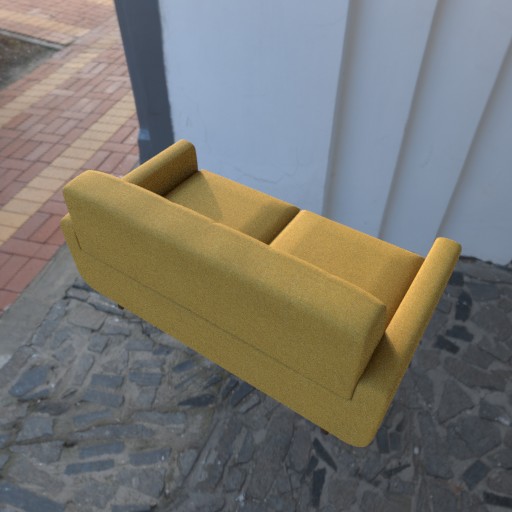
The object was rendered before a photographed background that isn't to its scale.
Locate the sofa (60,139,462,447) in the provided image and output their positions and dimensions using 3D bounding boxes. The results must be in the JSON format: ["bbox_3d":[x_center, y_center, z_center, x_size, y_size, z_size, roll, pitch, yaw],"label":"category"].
[{"bbox_3d":[0.000,0.000,2.121,1.631,0.841,0.909,25,50,23],"label":"sofa"}]
